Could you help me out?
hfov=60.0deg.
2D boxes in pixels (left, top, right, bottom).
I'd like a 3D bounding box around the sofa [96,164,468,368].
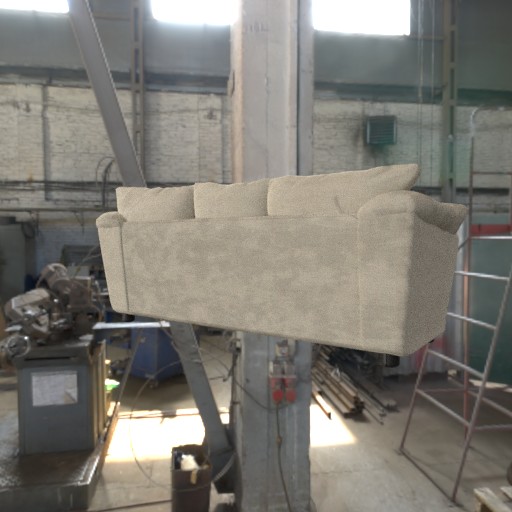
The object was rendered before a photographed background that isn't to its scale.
[{"bbox_3d":[0.000,0.000,2.864,2.377,0.981,0.893,2,3,36],"label":"sofa"}]
